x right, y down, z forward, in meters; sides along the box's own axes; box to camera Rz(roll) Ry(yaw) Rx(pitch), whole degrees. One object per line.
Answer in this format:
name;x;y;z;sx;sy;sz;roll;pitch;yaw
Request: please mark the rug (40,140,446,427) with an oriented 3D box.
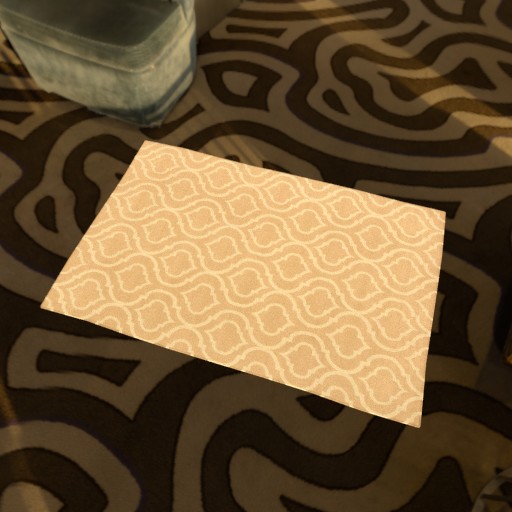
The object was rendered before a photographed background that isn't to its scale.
rug;0.000;0.000;2.205;1.761;0.013;1.152;15;60;9
